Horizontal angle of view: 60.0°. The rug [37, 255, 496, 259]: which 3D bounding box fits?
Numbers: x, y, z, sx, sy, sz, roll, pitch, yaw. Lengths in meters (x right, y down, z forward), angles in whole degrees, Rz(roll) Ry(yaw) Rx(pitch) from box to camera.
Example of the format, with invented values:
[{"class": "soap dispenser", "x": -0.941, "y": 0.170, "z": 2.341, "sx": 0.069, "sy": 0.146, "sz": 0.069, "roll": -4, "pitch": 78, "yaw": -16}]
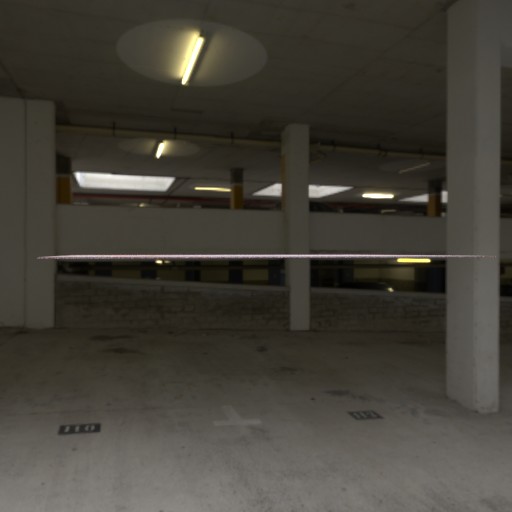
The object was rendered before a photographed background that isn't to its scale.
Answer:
[{"class": "rug", "x": 0.000, "y": 0.000, "z": 2.248, "sx": 1.829, "sy": 0.005, "sz": 1.219, "roll": 0, "pitch": 0, "yaw": -18}]
